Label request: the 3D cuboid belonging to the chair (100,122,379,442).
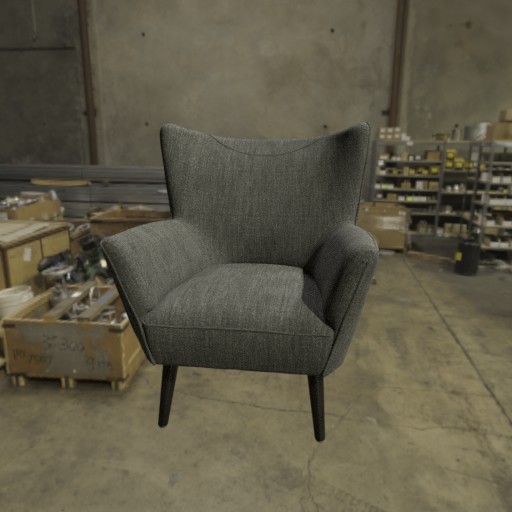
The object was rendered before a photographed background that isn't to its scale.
[{"bbox_3d":[0.000,0.000,1.589,0.781,0.933,0.888,2,14,8],"label":"chair"}]
